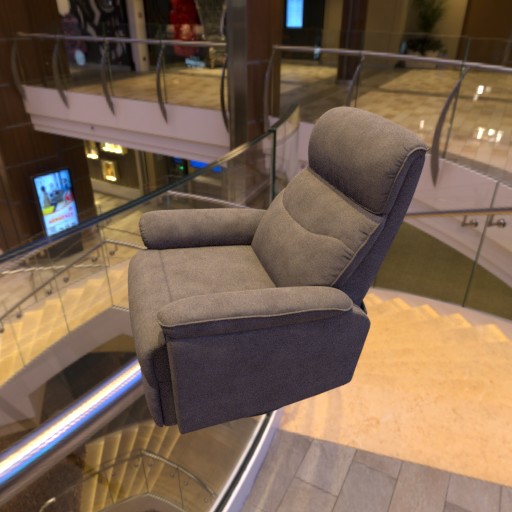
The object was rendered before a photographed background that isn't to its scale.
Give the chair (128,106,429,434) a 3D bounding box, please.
[{"bbox_3d":[0.000,0.000,1.739,1.009,1.036,0.830,-9,31,-15],"label":"chair"}]
